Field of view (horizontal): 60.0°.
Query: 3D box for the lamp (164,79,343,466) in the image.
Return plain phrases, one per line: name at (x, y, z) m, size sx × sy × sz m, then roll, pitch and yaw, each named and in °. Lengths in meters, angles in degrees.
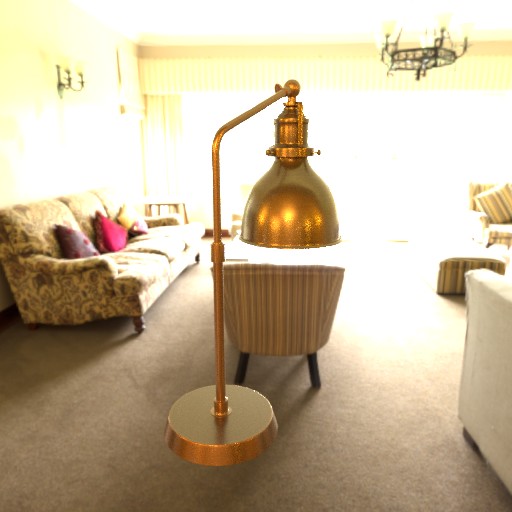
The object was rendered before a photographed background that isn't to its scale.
lamp at (0.000, 0.000, 0.593) m, size 0.286 × 0.456 × 0.153 m, roll -14°, pitch 19°, yaw -43°
